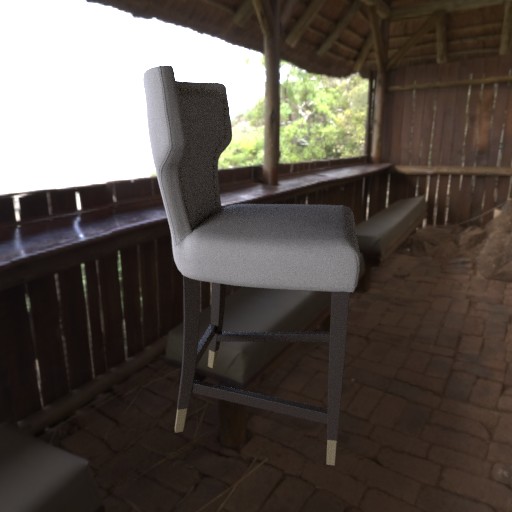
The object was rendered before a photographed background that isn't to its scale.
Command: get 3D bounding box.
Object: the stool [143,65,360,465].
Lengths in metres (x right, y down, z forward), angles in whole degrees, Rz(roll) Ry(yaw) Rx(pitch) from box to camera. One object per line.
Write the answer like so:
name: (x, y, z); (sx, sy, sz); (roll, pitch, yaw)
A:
stool: (0.000, 0.000, 1.291); (0.563, 0.982, 0.527); (3, 17, 10)
